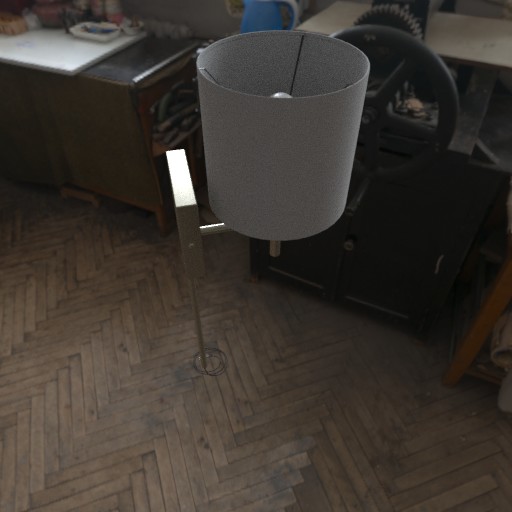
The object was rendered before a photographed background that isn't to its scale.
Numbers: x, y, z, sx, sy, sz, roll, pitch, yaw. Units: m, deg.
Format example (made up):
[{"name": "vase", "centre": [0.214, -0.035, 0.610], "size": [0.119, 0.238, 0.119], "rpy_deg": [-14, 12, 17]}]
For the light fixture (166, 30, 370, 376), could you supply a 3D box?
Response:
[{"name": "light fixture", "centre": [0.000, 0.000, 0.687], "size": [0.248, 0.589, 0.188], "rpy_deg": [-10, 45, -10]}]
